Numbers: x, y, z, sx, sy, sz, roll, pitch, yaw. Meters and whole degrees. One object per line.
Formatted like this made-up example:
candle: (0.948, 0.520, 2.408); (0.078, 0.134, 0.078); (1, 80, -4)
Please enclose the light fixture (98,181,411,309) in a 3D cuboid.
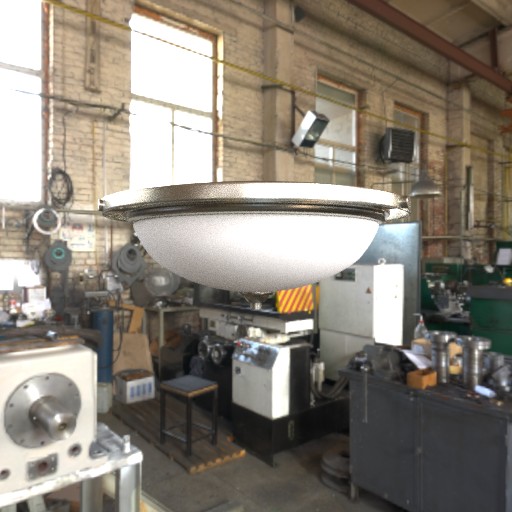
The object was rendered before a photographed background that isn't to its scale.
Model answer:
light fixture: (0.000, 0.000, 0.546); (0.361, 0.130, 0.361); (0, 0, 0)
